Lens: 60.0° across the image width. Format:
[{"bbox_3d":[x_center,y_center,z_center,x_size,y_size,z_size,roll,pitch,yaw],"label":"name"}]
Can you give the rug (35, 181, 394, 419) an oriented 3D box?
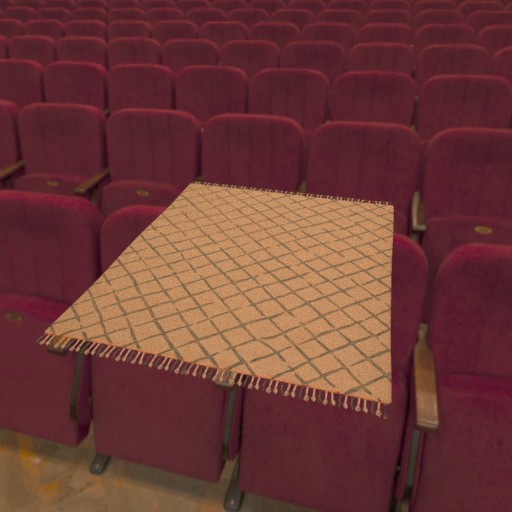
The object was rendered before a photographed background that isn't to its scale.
[{"bbox_3d":[0.000,0.000,4.838,2.892,0.036,3.585,8,33,13],"label":"rug"}]
